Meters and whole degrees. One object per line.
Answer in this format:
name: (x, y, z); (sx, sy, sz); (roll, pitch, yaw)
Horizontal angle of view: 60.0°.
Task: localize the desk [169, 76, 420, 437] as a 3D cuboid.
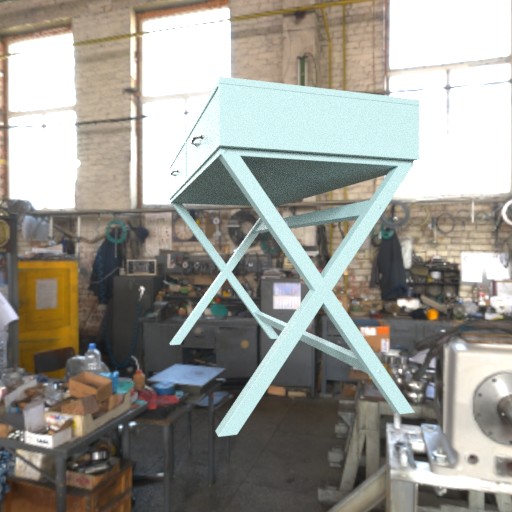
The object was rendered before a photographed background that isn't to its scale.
desk: (0.000, 0.000, 1.526); (0.525, 0.780, 1.057); (0, 1, -17)
